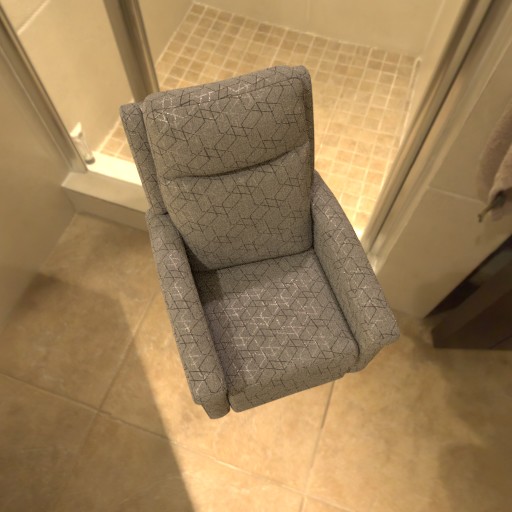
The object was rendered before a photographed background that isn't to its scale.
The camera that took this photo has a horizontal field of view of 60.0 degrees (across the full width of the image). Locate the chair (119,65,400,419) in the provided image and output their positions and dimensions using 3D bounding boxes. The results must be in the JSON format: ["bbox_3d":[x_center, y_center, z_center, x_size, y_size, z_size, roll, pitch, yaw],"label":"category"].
[{"bbox_3d":[0.000,0.000,1.727,0.753,1.048,0.987,-16,63,-8],"label":"chair"}]
